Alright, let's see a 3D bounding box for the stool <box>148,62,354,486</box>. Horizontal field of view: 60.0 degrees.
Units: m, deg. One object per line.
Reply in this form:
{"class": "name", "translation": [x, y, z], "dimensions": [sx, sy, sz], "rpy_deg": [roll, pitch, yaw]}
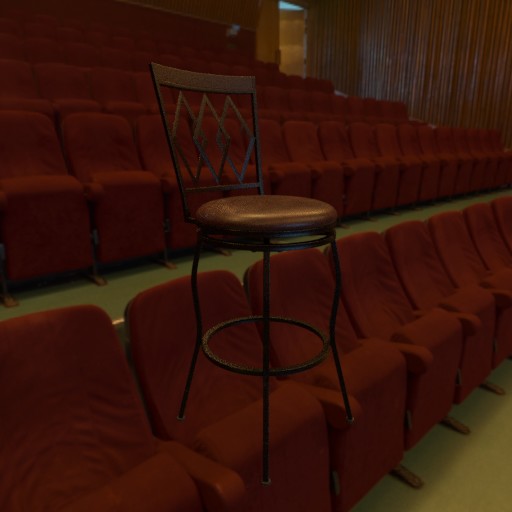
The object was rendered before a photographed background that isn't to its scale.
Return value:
{"class": "stool", "translation": [0.000, 0.000, 1.393], "dimensions": [0.432, 1.134, 0.521], "rpy_deg": [-14, 20, -42]}
